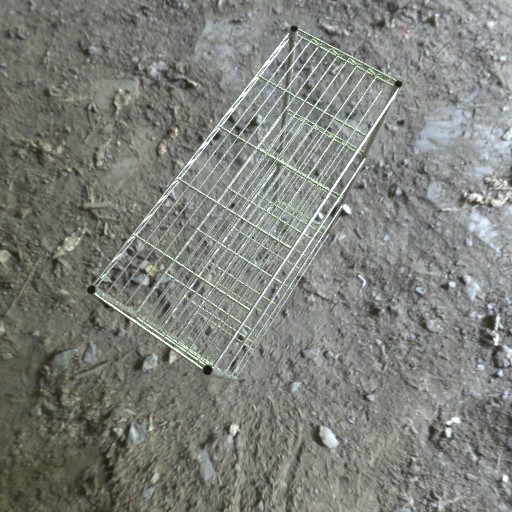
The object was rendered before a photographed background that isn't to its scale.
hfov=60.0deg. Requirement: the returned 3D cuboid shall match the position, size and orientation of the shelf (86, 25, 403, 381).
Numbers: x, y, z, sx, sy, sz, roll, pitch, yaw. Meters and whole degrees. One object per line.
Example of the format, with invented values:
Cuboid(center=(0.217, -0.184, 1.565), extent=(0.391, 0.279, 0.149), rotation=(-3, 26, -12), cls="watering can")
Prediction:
Cuboid(center=(0.000, 0.000, 1.750), extent=(0.352, 1.360, 0.907), rotation=(32, 76, 9), cls="shelf")
